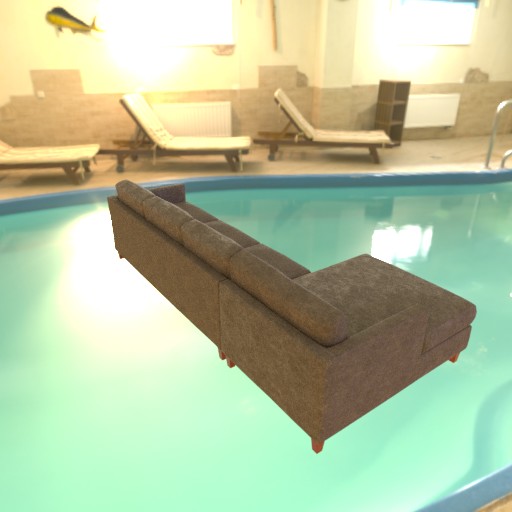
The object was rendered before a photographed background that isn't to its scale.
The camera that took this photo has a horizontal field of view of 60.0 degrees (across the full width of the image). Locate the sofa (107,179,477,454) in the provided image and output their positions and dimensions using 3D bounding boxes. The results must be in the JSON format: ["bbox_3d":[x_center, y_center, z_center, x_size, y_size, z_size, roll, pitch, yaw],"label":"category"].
[{"bbox_3d":[0.000,0.000,4.143,1.606,0.954,3.471,-18,31,-32],"label":"sofa"}]
